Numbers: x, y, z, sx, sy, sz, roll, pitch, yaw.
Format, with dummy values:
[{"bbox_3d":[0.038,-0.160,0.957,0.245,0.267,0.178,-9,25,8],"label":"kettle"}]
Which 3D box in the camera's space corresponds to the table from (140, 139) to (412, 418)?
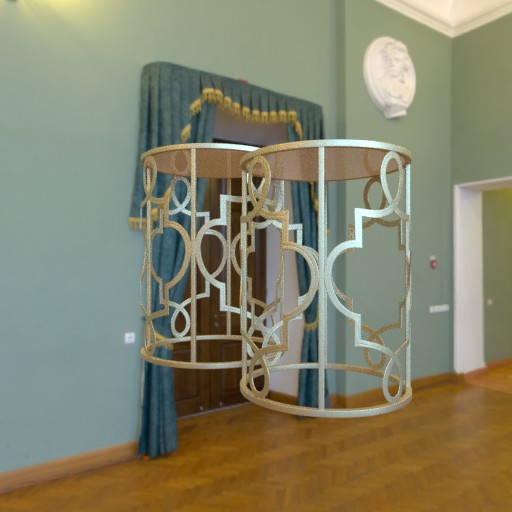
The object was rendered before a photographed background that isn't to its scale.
[{"bbox_3d":[0.000,0.000,1.144,0.420,0.564,0.846,0,0,-36],"label":"table"}]
